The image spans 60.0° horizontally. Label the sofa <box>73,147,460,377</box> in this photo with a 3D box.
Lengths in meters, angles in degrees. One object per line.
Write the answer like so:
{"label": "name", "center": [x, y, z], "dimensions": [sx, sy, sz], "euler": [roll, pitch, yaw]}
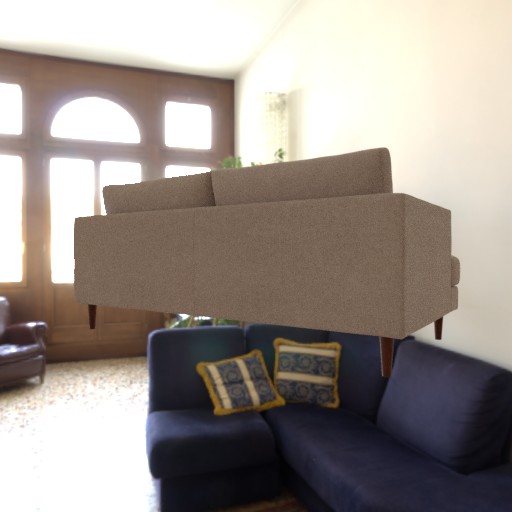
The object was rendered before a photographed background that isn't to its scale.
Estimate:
{"label": "sofa", "center": [0.000, 0.000, 2.482], "dimensions": [1.948, 0.868, 1.020], "euler": [0, 1, 35]}
